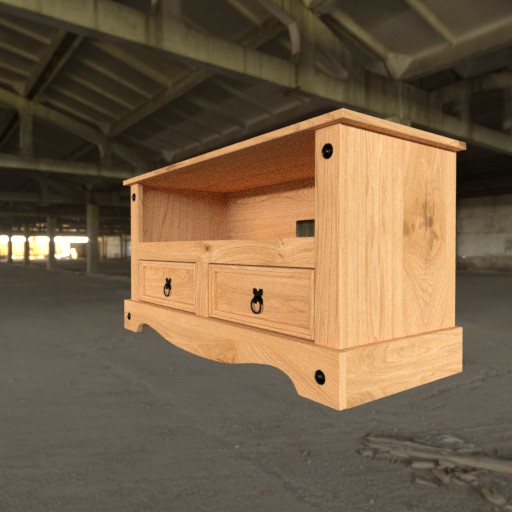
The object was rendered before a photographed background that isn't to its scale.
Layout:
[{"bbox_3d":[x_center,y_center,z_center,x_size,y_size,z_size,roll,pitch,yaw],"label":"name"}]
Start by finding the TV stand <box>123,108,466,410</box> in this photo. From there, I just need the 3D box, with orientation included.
[{"bbox_3d":[0.000,0.000,1.358,0.440,0.550,1.080,-1,1,-37],"label":"TV stand"}]
